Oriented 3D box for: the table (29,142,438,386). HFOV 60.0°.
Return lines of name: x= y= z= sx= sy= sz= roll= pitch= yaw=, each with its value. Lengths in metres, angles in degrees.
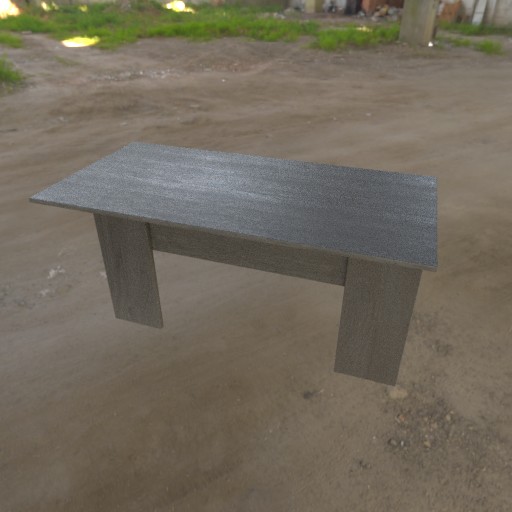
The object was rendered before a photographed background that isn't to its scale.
table: x=0.000 y=0.000 z=1.443 sx=1.000 sy=0.570 sz=0.711 roll=10 pitch=33 yaw=16
